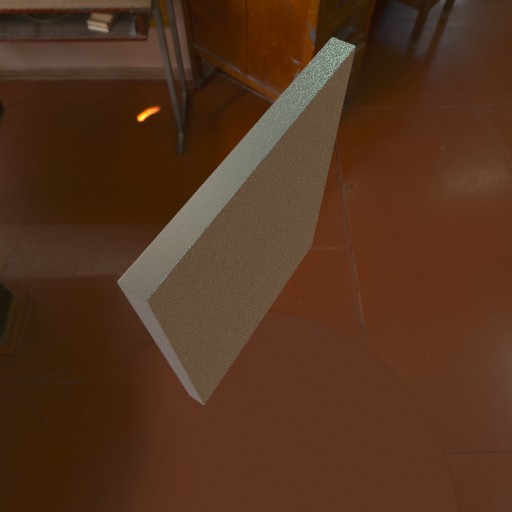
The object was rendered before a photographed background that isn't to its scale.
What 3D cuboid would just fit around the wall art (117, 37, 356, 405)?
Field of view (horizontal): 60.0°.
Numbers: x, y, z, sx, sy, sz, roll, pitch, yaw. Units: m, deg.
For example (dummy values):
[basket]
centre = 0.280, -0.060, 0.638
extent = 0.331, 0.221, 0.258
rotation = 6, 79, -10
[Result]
[wall art]
centre = 0.000, 0.000, 0.767
extent = 0.038, 0.549, 0.452
rotation = 29, 65, 15
